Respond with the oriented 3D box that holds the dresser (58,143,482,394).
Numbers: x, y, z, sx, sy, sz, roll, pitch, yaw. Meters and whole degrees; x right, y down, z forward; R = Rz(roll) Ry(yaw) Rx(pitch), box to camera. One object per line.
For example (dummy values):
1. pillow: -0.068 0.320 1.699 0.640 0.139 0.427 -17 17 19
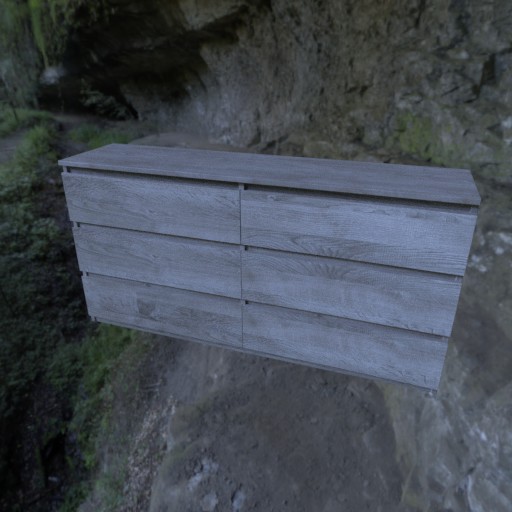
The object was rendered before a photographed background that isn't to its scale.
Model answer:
1. dresser: 0.000 0.000 1.920 1.590 0.795 0.390 8 27 17
